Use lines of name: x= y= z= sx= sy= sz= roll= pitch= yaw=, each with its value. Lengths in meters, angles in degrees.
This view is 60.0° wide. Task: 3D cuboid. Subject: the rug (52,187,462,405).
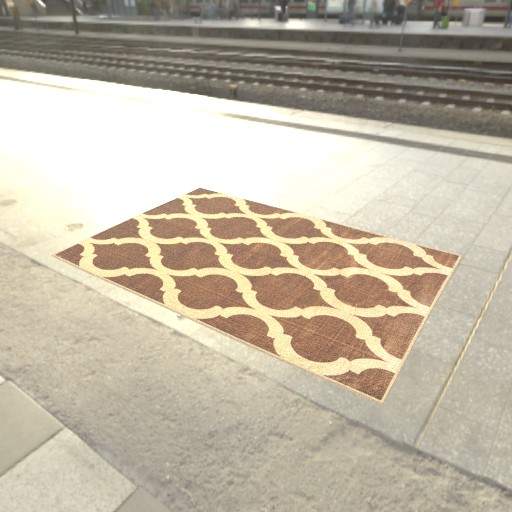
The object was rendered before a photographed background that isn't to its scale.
rug: x=0.000 y=0.000 z=2.953 sx=2.290 sy=0.014 sz=1.526 roll=18 pitch=34 yaw=29
